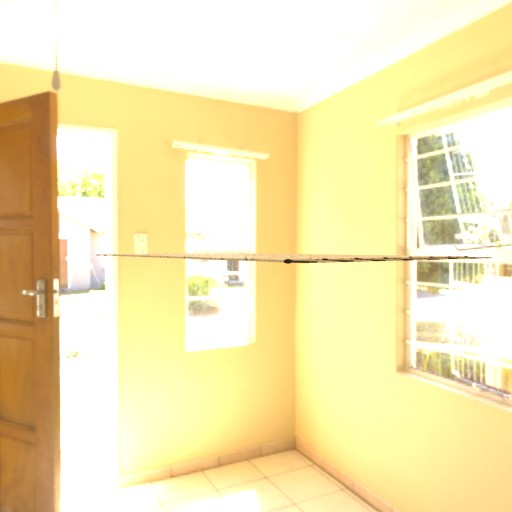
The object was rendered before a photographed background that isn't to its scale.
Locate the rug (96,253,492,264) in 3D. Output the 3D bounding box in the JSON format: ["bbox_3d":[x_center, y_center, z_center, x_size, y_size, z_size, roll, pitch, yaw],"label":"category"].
[{"bbox_3d":[0.000,0.000,3.298,1.524,0.021,2.755,-1,1,-37],"label":"rug"}]
